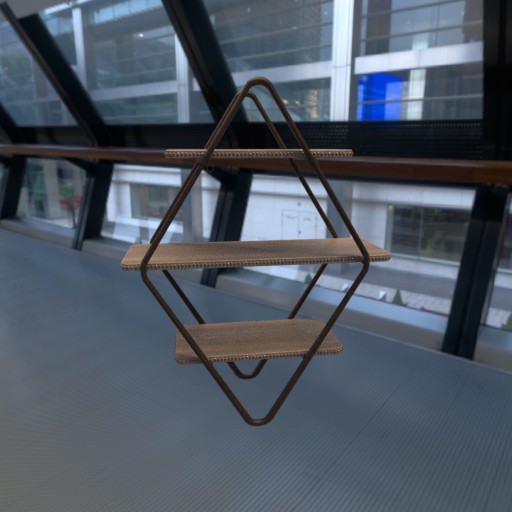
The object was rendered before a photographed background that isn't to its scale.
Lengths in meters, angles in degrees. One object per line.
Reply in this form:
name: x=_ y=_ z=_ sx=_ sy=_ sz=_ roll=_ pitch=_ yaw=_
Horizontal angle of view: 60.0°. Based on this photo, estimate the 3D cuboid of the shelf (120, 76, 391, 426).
shelf: x=0.000 y=0.000 z=1.062 sx=0.609 sy=0.774 sz=0.234 roll=-2 pitch=14 yaw=-8
